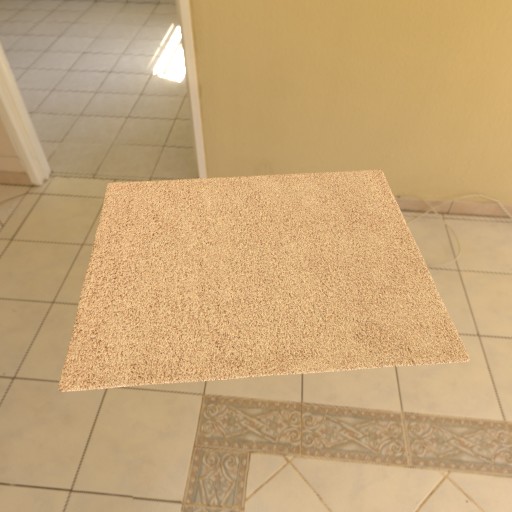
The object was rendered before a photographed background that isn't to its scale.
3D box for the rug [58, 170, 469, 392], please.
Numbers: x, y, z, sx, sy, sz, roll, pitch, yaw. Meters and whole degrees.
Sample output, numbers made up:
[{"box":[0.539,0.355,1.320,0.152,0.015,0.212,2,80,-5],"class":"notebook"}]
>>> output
[{"box":[0.000,0.000,4.088,3.047,0.029,2.438,-3,47,-3],"class":"rug"}]
